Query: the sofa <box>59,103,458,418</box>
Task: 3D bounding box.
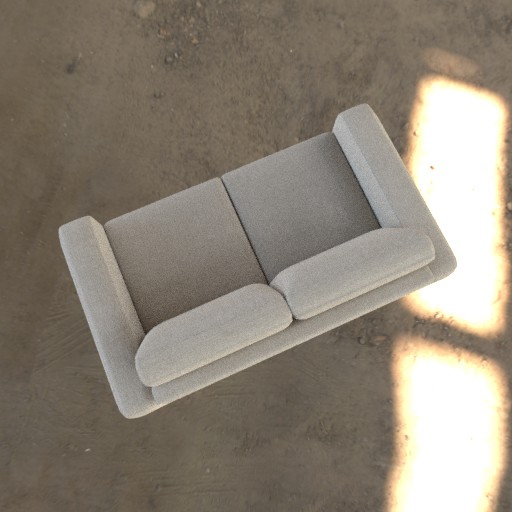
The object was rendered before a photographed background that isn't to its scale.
[{"bbox_3d":[0.000,0.000,2.069,1.540,0.800,0.900,-23,78,-5],"label":"sofa"}]
